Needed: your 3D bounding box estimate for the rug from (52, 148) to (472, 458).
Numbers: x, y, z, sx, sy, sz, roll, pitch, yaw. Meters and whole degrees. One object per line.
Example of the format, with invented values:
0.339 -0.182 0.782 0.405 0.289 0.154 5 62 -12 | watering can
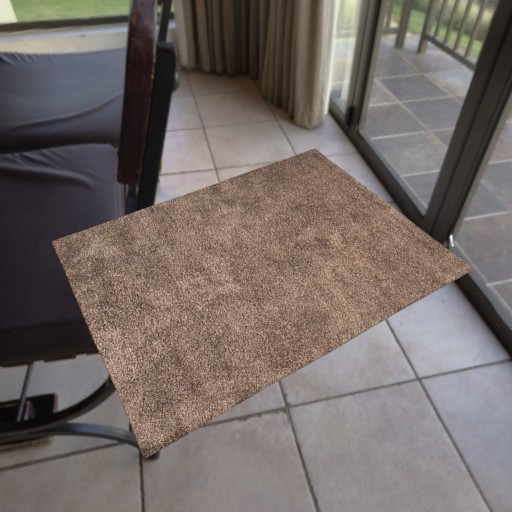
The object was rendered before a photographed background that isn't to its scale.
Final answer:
0.000 0.000 2.100 1.601 0.025 1.198 -24 50 -22 | rug
